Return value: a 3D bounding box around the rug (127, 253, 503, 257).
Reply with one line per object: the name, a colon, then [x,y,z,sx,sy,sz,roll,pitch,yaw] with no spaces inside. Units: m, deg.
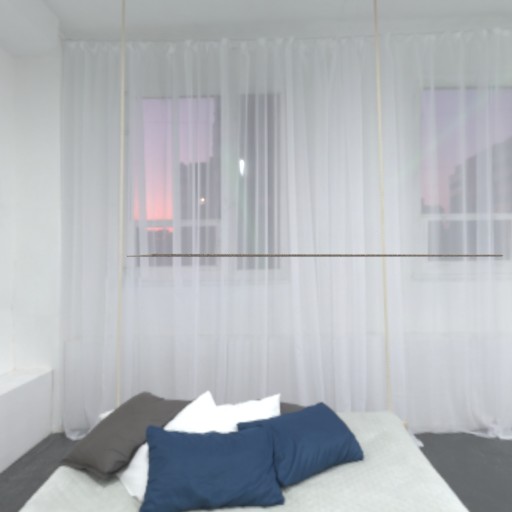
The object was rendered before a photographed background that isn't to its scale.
rug: [0.000,0.000,2.891,1.545,0.010,2.440,0,0,-18]
